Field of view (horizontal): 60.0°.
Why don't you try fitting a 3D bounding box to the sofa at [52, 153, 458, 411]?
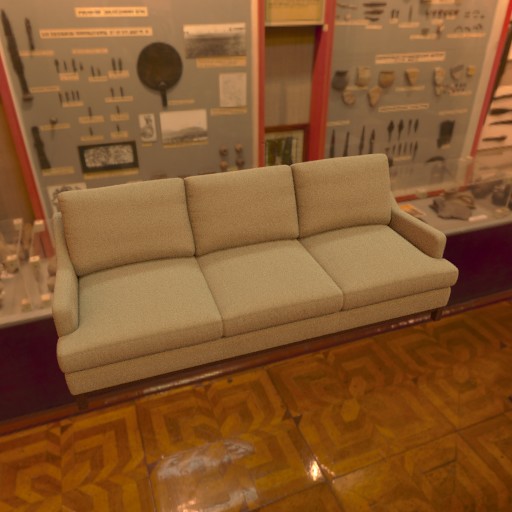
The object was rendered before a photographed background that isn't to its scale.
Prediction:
[{"bbox_3d":[0.000,0.000,2.759,2.321,0.913,1.000,-10,32,-16],"label":"sofa"}]
